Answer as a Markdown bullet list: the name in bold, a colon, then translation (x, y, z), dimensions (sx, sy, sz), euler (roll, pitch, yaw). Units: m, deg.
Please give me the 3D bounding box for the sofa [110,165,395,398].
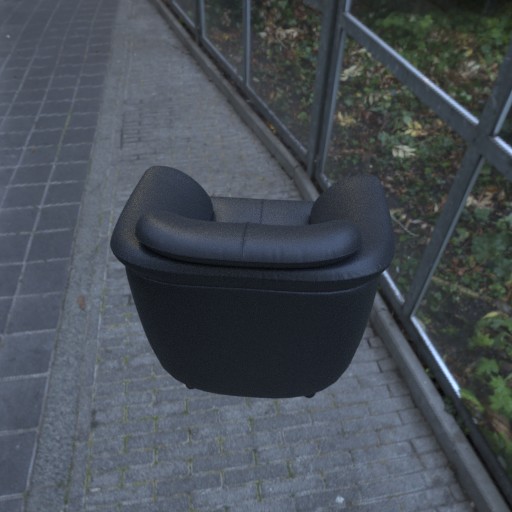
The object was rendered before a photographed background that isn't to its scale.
- **sofa**: translation (0.000, 0.000, 1.528), dimensions (0.870, 0.811, 0.794), euler (3, 45, 3)
